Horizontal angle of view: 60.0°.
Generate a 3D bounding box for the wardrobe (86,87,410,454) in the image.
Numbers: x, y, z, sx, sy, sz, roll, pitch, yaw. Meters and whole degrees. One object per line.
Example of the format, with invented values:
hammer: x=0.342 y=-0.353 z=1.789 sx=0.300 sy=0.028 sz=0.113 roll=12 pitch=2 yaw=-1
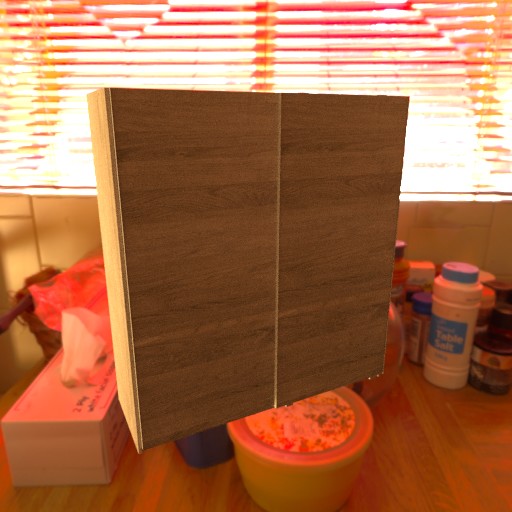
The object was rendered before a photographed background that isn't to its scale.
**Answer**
wardrobe: x=0.000 y=0.000 z=2.852 sx=1.780 sy=1.960 sz=0.629 roll=-9 pitch=19 yaw=-26
